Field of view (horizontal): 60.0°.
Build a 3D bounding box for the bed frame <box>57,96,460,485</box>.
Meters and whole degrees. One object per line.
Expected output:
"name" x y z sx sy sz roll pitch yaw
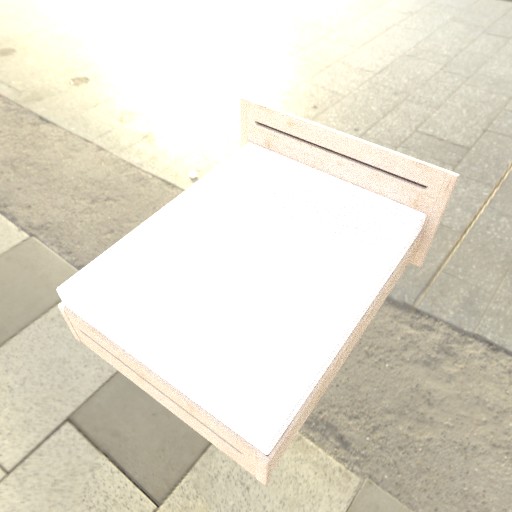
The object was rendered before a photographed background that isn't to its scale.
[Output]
"bed frame" 0.000 0.000 3.028 1.800 0.900 2.080 28 53 24
